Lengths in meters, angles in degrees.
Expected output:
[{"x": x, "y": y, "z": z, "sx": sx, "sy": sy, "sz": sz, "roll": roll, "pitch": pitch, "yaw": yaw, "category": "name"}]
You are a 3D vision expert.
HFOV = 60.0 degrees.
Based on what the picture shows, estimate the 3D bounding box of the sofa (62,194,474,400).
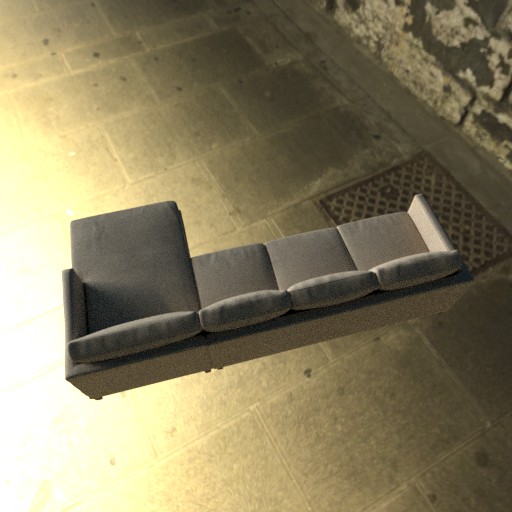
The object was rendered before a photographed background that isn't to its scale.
[{"x": 0.000, "y": 0.000, "z": 3.918, "sx": 3.186, "sy": 0.846, "sz": 1.625, "roll": -12, "pitch": 59, "yaw": -8, "category": "sofa"}]
